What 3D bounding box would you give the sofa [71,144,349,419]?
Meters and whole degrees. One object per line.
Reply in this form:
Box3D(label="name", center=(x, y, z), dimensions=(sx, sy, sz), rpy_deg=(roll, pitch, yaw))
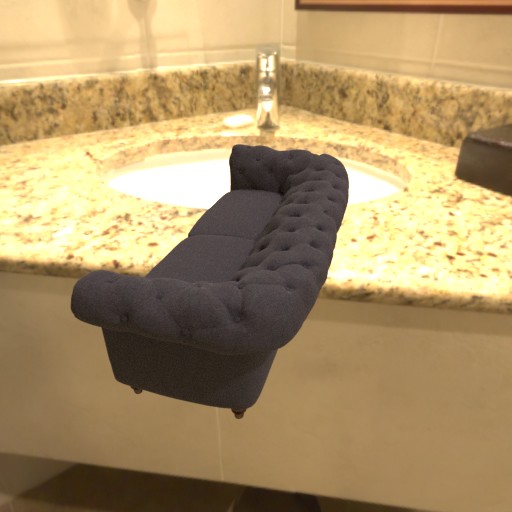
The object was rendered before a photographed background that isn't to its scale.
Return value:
Box3D(label="sofa", center=(0.000, 0.000, 2.900), dimensions=(1.046, 0.836, 2.335), rpy_deg=(8, 31, 14))
